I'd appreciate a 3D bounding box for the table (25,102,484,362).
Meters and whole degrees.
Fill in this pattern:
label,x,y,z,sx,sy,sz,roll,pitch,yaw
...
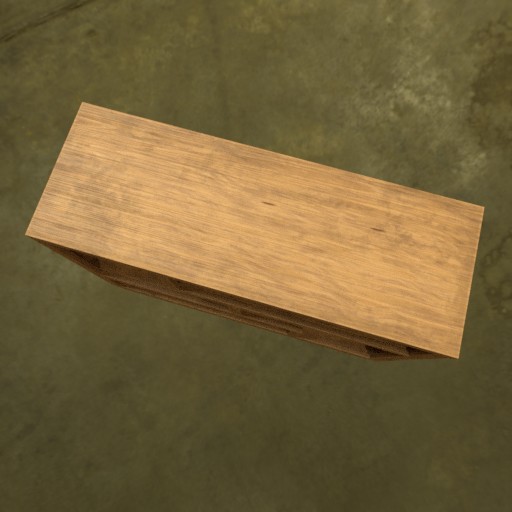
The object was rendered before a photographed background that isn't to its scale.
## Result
label,x,y,z,sx,sy,sz,roll,pitch,yaw
table,0.000,0.000,1.546,1.151,0.771,0.410,16,77,4
